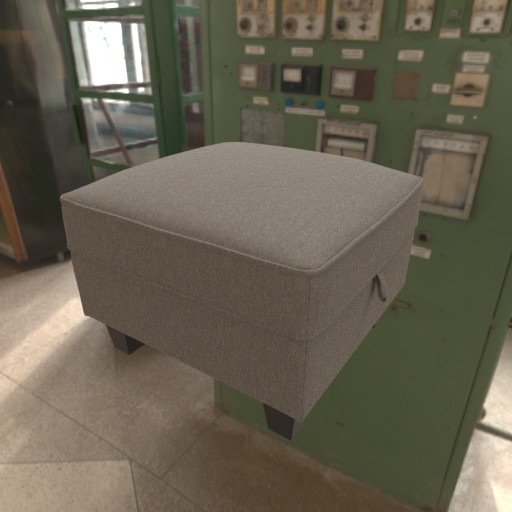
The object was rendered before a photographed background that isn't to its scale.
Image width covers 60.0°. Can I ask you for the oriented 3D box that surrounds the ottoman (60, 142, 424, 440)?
[{"bbox_3d":[0.000,0.000,1.427,0.871,0.612,0.808,17,31,30],"label":"ottoman"}]
